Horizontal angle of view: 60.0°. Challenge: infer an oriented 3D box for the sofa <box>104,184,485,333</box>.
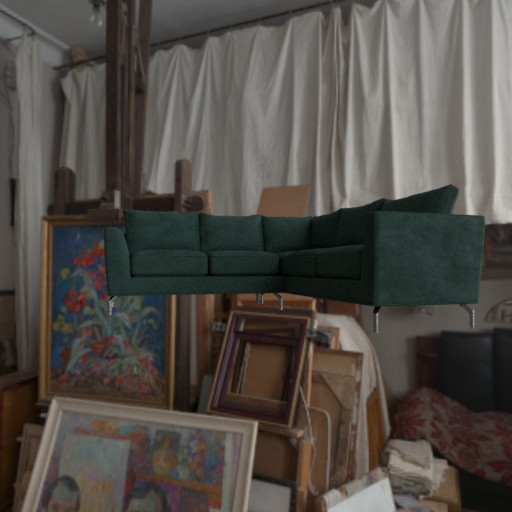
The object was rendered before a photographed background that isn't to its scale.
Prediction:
[{"bbox_3d":[0.000,0.000,3.752,2.468,1.004,2.452,0,-2,-17],"label":"sofa"}]
